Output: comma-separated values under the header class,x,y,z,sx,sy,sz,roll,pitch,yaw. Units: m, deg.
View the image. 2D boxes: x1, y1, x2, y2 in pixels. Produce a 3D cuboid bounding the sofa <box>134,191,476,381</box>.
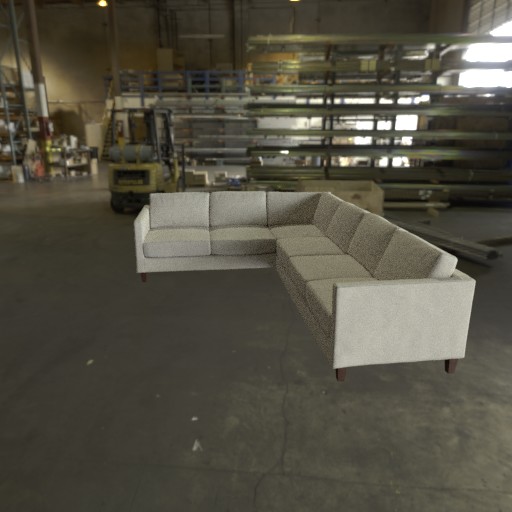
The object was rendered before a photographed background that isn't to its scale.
class,x,y,z,sx,sy,sz,roll,pitch,yaw
sofa,0.000,0.000,4.242,2.432,0.863,3.182,-2,16,-7
